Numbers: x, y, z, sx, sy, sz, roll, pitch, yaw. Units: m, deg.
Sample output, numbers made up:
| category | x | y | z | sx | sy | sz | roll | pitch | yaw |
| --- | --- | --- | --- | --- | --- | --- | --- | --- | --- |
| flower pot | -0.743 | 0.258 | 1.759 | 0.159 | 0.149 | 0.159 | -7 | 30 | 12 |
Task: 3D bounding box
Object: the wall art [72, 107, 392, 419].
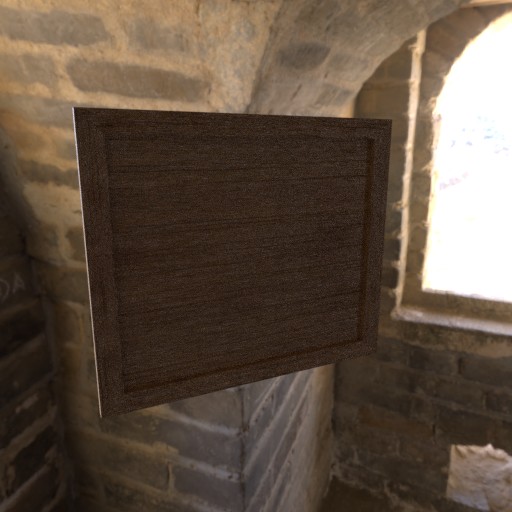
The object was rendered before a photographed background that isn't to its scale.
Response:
| category | x | y | z | sx | sy | sz | roll | pitch | yaw |
| --- | --- | --- | --- | --- | --- | --- | --- | --- | --- |
| wall art | 0.000 | 0.000 | 0.965 | 0.690 | 0.588 | 0.026 | -6 | 15 | -25 |
